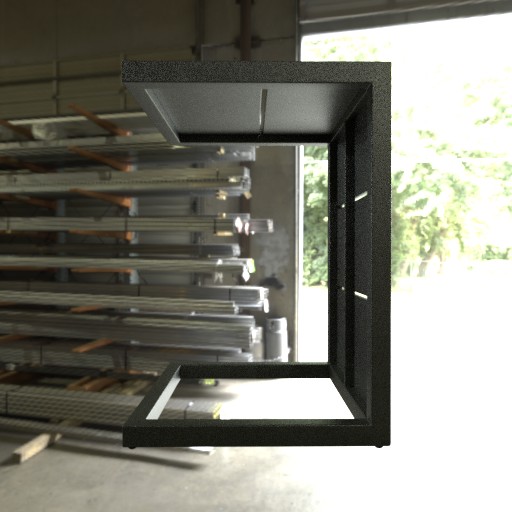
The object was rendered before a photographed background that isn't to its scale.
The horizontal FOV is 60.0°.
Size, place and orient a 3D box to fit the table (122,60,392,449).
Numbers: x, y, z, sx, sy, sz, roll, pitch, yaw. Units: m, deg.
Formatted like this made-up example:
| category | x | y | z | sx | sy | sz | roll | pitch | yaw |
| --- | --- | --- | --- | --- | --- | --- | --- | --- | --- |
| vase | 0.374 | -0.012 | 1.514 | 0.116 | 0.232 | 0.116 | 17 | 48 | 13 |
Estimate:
| category | x | y | z | sx | sy | sz | roll | pitch | yaw |
| --- | --- | --- | --- | --- | --- | --- | --- | --- | --- |
| table | 0.000 | 0.000 | 0.892 | 0.420 | 0.609 | 0.405 | 0 | 0 | 0 |
